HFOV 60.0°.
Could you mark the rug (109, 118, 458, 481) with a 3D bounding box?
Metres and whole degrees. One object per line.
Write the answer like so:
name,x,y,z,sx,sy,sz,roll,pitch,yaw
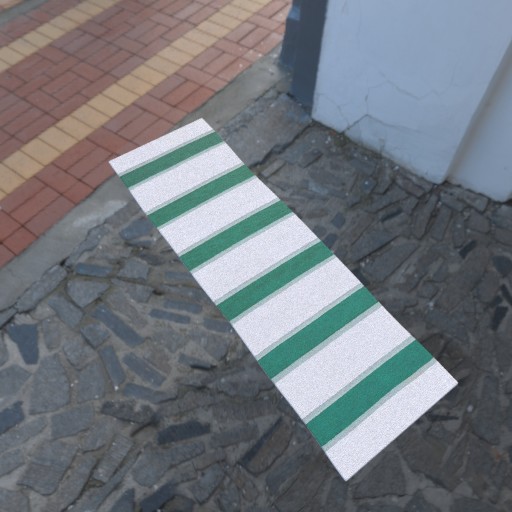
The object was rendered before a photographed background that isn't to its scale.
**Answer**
rug,0.000,0.000,2.653,0.768,0.012,2.438,-31,63,-18
